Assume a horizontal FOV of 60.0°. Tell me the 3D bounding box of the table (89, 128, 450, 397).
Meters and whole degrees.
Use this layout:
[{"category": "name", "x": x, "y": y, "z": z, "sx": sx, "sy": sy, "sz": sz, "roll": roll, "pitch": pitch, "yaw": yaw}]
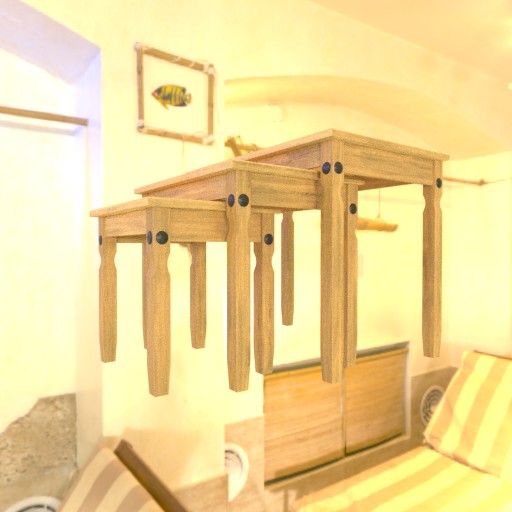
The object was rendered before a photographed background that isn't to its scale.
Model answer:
[{"category": "table", "x": 0.000, "y": 0.000, "z": 1.204, "sx": 0.773, "sy": 0.535, "sz": 0.660, "roll": -1, "pitch": 1, "yaw": -36}]
